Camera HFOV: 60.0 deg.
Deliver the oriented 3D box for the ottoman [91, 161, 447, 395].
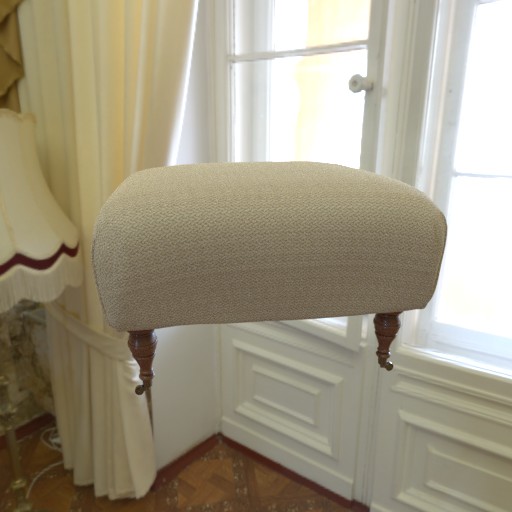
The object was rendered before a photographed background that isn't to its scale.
[{"bbox_3d":[0.000,0.000,1.098,0.684,0.447,0.622,-3,17,-9],"label":"ottoman"}]
